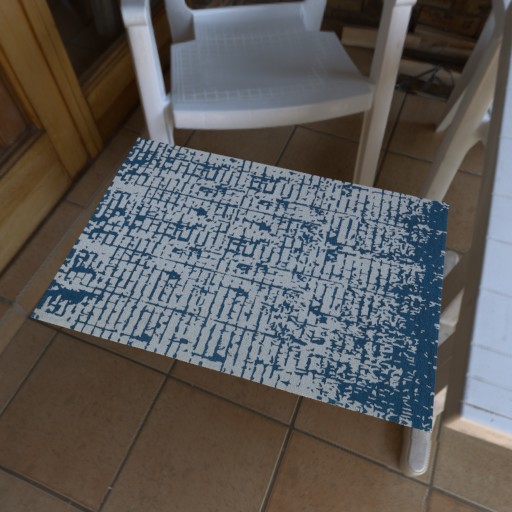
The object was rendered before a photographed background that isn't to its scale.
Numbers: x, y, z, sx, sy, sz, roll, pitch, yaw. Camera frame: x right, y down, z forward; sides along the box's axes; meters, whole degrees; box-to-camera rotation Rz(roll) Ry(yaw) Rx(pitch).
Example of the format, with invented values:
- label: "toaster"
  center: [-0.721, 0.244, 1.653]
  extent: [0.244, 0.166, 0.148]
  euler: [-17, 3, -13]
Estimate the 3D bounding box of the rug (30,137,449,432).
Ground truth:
- label: "rug"
  center: [0.000, 0.000, 2.230]
  extent: [1.828, 0.007, 1.220]
  euler: [14, 59, 8]
